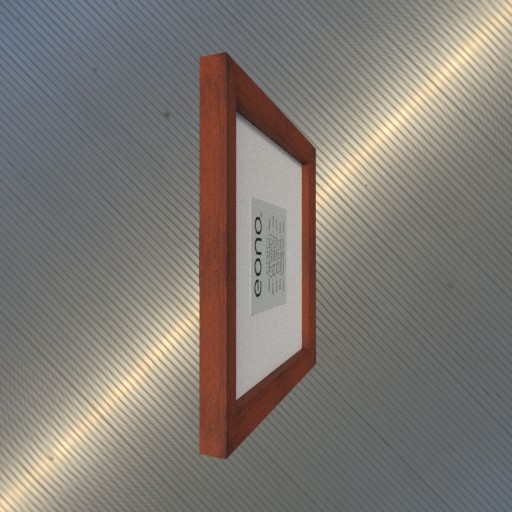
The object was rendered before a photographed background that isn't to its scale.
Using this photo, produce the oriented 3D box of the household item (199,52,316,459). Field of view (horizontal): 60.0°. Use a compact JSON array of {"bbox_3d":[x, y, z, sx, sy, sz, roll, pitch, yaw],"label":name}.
[{"bbox_3d":[0.000,0.000,0.380,0.131,0.240,0.240,0,90,1],"label":"household item"}]
